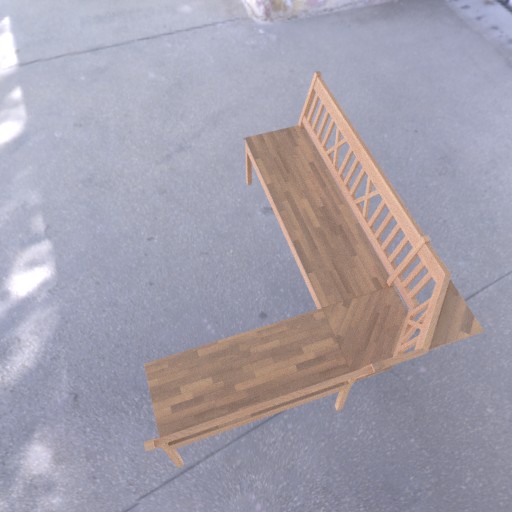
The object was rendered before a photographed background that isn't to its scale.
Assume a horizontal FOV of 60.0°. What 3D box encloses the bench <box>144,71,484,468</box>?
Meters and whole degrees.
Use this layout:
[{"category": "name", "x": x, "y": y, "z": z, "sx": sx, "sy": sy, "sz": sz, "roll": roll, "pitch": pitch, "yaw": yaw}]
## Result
[{"category": "bench", "x": 0.000, "y": 0.000, "z": 2.689, "sx": 1.537, "sy": 0.902, "sz": 1.937, "roll": -16, "pitch": 59, "yaw": -10}]
